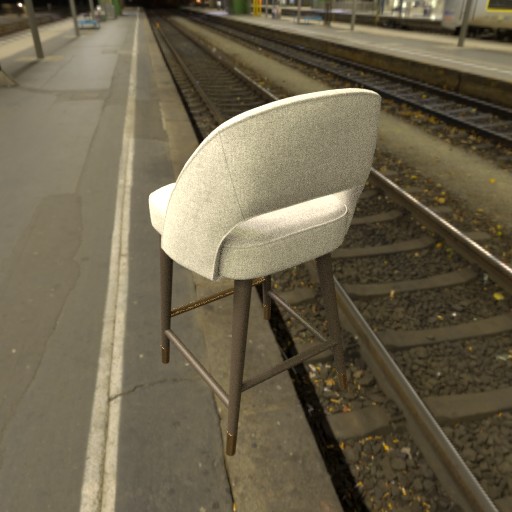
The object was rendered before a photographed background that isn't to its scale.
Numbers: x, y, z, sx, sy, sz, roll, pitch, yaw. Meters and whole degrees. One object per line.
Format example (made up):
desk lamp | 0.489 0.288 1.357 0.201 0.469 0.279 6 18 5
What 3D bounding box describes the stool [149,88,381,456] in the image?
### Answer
stool | 0.000 0.000 1.229 0.494 0.940 0.509 -19 35 -29
